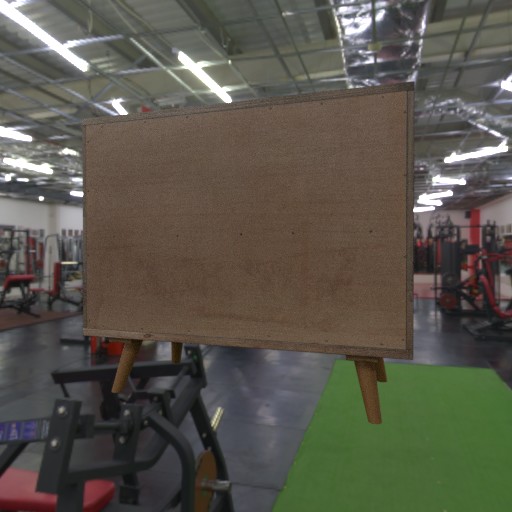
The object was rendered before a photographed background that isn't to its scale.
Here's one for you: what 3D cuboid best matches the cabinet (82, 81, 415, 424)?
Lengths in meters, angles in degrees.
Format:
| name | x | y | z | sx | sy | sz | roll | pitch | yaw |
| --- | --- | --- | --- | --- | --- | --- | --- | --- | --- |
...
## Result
| name | x | y | z | sx | sy | sz | roll | pitch | yaw |
| --- | --- | --- | --- | --- | --- | --- | --- | --- | --- |
| cabinet | 0.000 | 0.000 | 1.540 | 1.023 | 0.897 | 0.529 | 0 | 1 | 19 |
